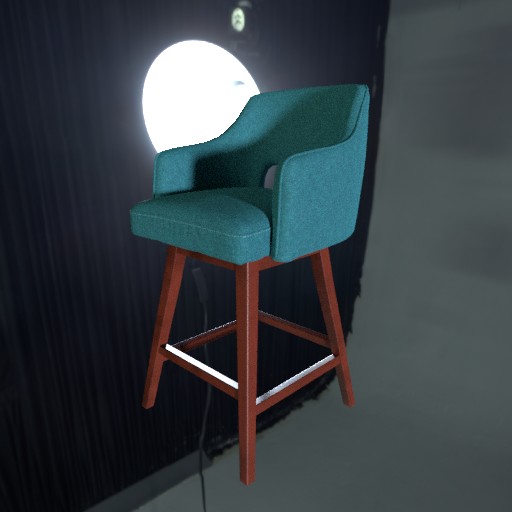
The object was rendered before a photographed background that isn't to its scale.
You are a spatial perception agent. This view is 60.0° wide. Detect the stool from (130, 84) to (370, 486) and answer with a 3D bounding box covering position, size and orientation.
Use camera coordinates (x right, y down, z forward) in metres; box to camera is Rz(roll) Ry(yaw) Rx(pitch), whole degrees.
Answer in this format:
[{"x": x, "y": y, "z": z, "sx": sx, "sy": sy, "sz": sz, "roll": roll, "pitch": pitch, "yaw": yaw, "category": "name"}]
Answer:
[{"x": 0.000, "y": 0.000, "z": 1.291, "sx": 0.548, "sy": 0.961, "sz": 0.556, "roll": 15, "pitch": 21, "yaw": 43, "category": "stool"}]
